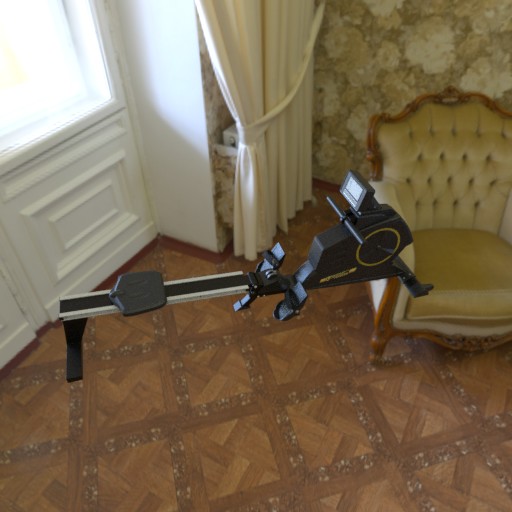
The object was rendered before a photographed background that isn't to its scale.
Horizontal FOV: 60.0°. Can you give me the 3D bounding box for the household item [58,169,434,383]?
[{"bbox_3d":[0.000,0.000,2.534,2.251,0.810,0.521,-11,43,-13],"label":"household item"}]
